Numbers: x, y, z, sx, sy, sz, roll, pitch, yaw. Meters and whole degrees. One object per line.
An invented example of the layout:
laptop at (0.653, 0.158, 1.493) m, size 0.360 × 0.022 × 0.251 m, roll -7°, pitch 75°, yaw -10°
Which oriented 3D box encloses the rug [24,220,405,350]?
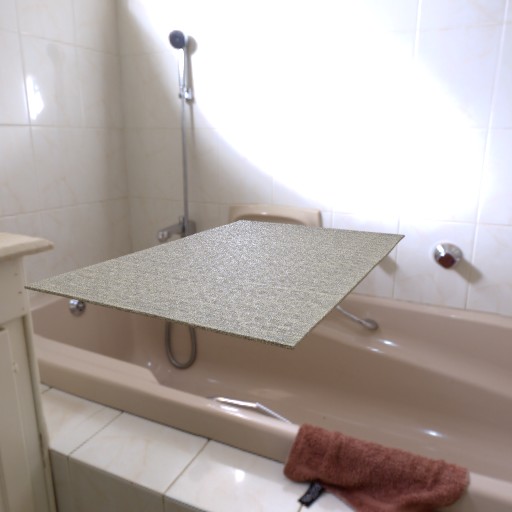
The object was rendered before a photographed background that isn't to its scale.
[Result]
rug at (0.000, 0.000, 2.951) m, size 1.532 × 0.018 × 2.297 m, roll 7°, pitch 16°, yaw 27°
